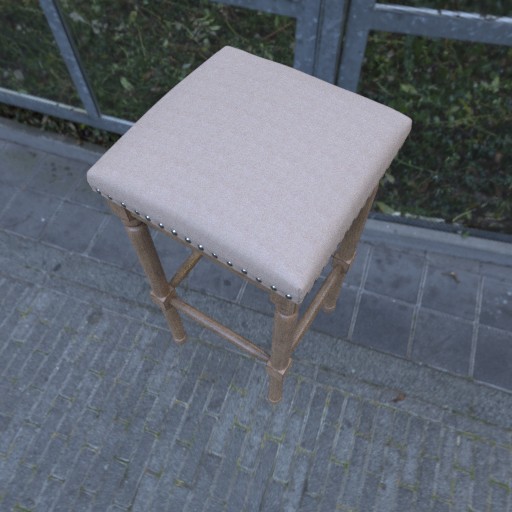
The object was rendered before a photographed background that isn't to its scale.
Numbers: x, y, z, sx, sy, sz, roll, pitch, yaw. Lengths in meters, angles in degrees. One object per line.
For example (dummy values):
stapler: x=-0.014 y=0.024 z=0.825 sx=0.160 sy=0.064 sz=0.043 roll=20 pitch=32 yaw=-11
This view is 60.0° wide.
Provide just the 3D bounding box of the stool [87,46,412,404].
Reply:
stool: x=0.000 y=0.000 z=0.985 sx=0.382 sy=0.768 sz=0.383 roll=28 pitch=63 yaw=16
